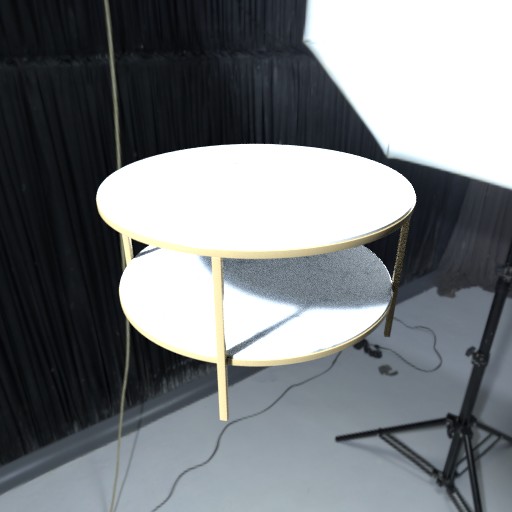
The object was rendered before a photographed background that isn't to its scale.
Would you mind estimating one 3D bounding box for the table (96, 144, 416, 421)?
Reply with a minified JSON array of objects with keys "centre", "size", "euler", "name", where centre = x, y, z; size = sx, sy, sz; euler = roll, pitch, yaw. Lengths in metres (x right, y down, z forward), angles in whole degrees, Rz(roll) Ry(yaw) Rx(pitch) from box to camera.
[{"centre":[0.000,0.000,1.266],"size":[0.800,0.450,0.800],"euler":[0,27,0],"name":"table"}]
